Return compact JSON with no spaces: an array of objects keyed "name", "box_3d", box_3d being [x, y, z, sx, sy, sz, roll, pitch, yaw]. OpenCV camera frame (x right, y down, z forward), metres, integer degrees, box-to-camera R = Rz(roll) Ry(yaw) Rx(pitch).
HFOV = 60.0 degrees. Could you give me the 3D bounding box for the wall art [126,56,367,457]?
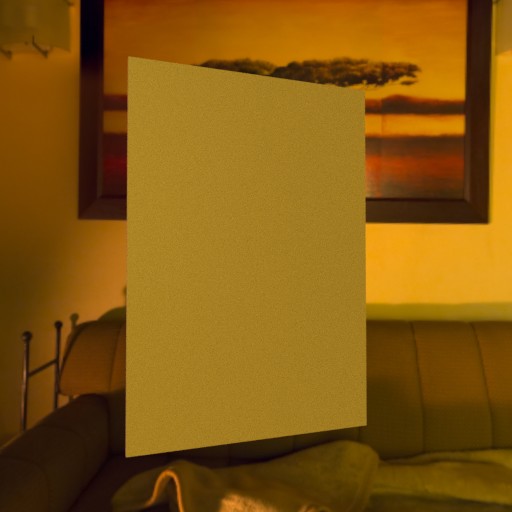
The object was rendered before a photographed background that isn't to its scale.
[{"name":"wall art","box_3d":[0.000,0.000,0.580,0.325,0.474,0.010,0,-1,-19]}]
